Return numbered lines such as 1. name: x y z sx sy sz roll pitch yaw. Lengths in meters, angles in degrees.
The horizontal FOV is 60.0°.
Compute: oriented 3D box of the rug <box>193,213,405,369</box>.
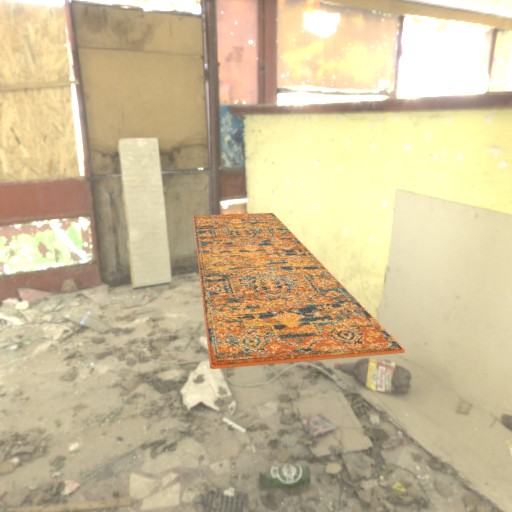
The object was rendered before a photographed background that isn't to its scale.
1. rug: 0.000 0.000 2.496 0.651 0.016 2.274 -3 17 -9
